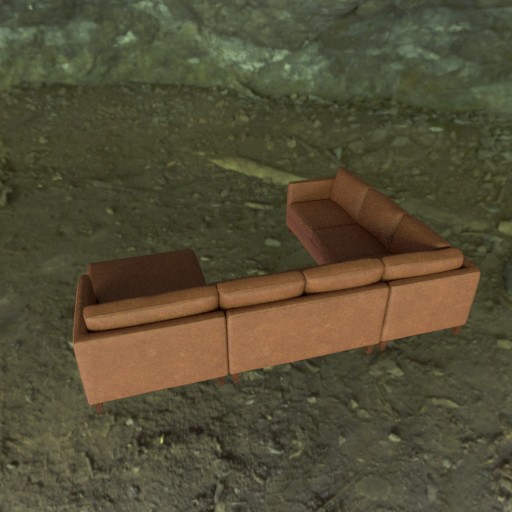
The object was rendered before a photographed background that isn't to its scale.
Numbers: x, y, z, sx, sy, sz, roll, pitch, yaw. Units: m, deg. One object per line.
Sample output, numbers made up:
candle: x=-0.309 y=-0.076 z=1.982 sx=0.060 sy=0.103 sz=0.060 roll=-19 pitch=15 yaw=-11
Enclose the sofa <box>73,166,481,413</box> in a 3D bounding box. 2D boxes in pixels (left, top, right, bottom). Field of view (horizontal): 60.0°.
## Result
sofa: x=0.000 y=0.000 z=4.686 sx=3.460 sy=0.923 sz=2.593 roll=-8 pitch=31 yaw=-14
